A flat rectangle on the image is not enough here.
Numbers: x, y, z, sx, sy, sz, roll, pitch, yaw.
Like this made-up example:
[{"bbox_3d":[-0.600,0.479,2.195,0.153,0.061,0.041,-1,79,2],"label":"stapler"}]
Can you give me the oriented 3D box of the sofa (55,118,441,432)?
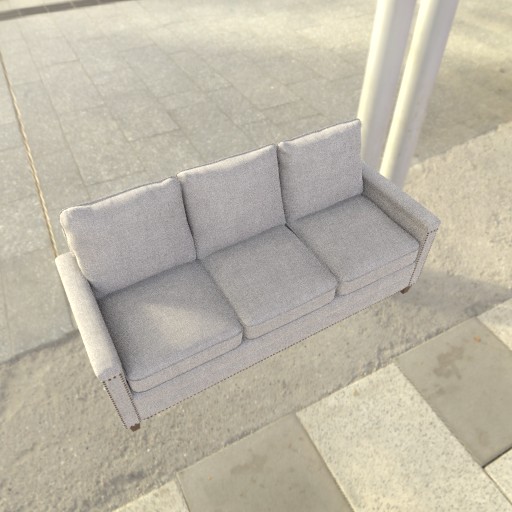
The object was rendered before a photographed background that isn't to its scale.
[{"bbox_3d":[0.000,0.000,2.446,1.925,0.959,0.828,-22,50,-20],"label":"sofa"}]
